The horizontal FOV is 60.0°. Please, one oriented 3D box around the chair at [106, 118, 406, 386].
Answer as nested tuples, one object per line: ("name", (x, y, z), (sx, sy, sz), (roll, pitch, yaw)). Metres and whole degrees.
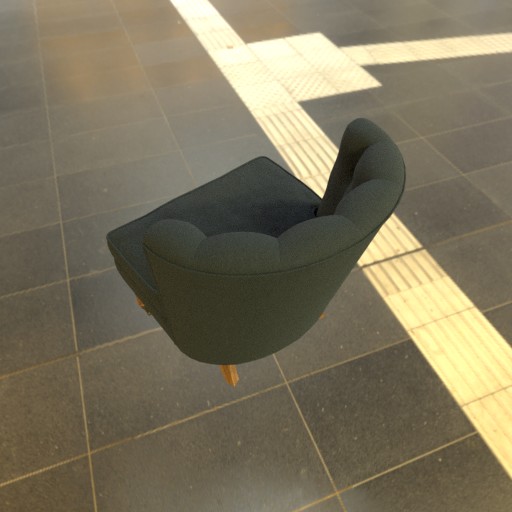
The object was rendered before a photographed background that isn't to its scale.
("chair", (0.000, 0.000, 1.390), (0.740, 0.771, 0.718), (-32, 55, -26))
